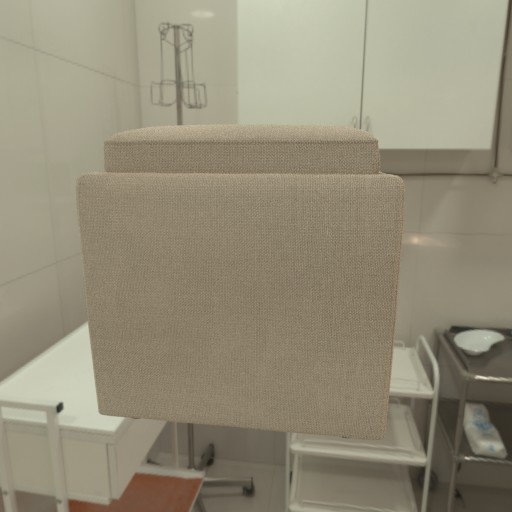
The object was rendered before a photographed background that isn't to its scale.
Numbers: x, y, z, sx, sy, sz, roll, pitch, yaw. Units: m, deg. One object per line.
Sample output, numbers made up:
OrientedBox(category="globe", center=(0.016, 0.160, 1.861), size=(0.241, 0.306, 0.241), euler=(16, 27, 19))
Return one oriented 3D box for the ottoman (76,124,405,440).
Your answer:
OrientedBox(category="ottoman", center=(0.000, 0.000, 0.818), size=(0.450, 0.460, 0.451), euler=(2, 13, 8))
